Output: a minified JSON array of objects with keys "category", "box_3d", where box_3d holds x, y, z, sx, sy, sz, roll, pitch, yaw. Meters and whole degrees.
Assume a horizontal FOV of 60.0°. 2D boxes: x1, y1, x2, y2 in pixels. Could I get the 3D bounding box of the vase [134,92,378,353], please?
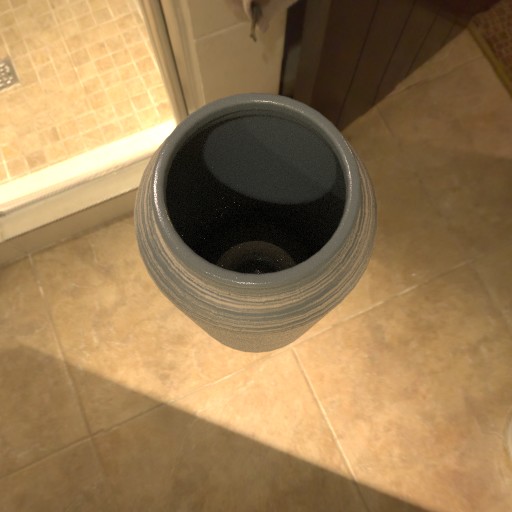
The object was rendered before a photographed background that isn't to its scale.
[{"category":"vase","box_3d":[0.000,0.000,0.291,0.116,0.230,0.116,0,75,0]}]
